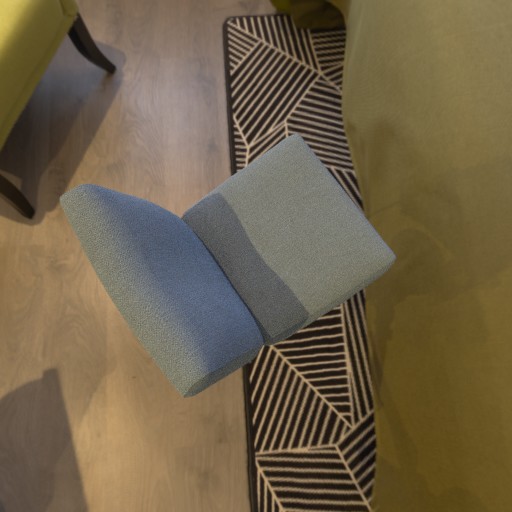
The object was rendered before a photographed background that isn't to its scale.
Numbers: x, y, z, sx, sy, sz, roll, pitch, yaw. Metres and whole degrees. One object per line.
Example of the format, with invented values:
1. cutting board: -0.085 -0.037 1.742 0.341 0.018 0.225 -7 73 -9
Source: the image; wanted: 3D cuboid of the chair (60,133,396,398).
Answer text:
1. chair: 0.000 0.000 1.230 0.629 0.882 0.487 -34 79 -8
